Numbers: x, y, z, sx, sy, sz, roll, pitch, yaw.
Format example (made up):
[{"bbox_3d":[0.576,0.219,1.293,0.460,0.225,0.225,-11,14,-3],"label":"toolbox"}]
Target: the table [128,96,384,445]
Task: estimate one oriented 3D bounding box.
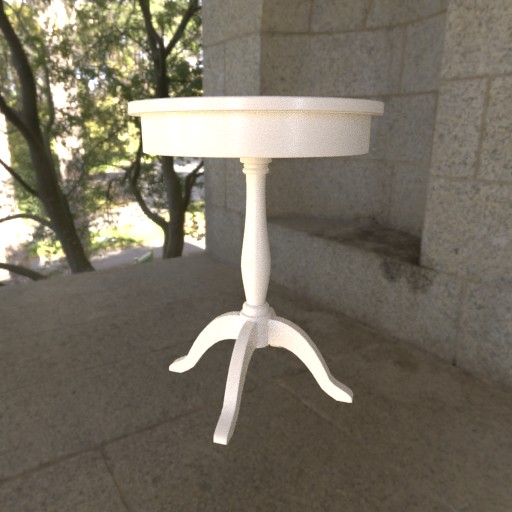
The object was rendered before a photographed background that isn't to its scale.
[{"bbox_3d":[0.000,0.000,1.008,0.513,0.653,0.513,0,16,0],"label":"table"}]
